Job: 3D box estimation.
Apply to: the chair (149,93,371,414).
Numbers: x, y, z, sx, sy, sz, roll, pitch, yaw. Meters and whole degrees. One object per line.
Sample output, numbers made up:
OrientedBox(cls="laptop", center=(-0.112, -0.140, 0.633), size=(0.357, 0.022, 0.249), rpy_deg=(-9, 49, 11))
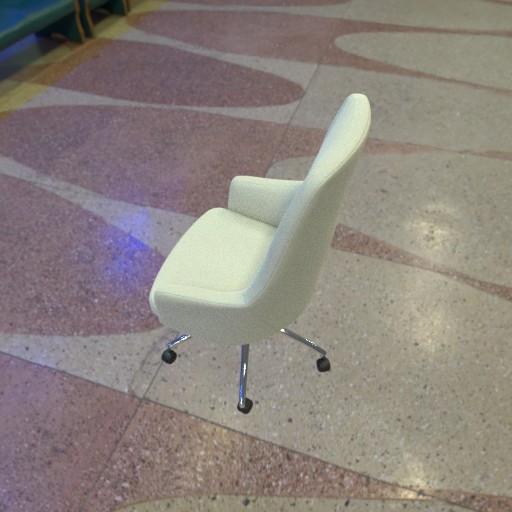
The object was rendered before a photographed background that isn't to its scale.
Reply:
OrientedBox(cls="chair", center=(0.000, 0.000, 1.459), size=(0.640, 1.049, 0.620), rpy_deg=(16, 49, 14))
